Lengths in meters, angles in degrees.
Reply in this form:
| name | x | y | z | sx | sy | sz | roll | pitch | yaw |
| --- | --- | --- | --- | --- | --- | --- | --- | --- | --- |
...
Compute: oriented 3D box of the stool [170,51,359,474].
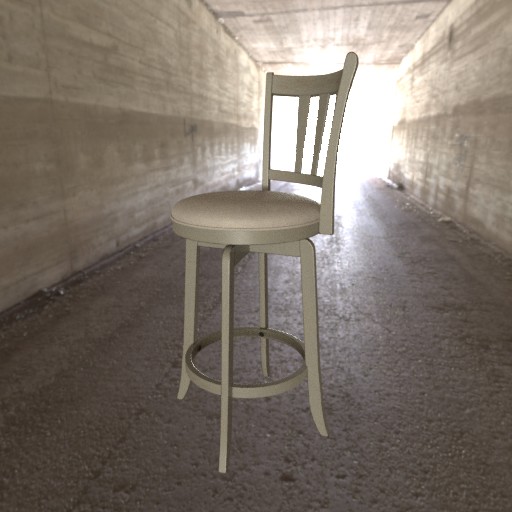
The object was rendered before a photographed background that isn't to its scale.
| name | x | y | z | sx | sy | sz | roll | pitch | yaw |
| --- | --- | --- | --- | --- | --- | --- | --- | --- | --- |
| stool | 0.000 | 0.000 | 1.276 | 0.475 | 1.042 | 0.436 | -8 | 17 | -25 |
